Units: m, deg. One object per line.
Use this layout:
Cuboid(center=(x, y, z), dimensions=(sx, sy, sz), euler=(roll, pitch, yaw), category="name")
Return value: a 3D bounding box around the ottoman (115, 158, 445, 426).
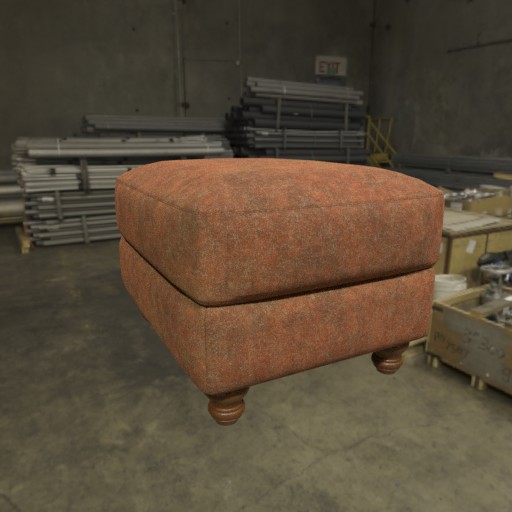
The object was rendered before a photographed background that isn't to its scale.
Cuboid(center=(0.000, 0.000, 1.199), dimensions=(0.635, 0.508, 0.787), euler=(-8, 17, -26), category="ottoman")
